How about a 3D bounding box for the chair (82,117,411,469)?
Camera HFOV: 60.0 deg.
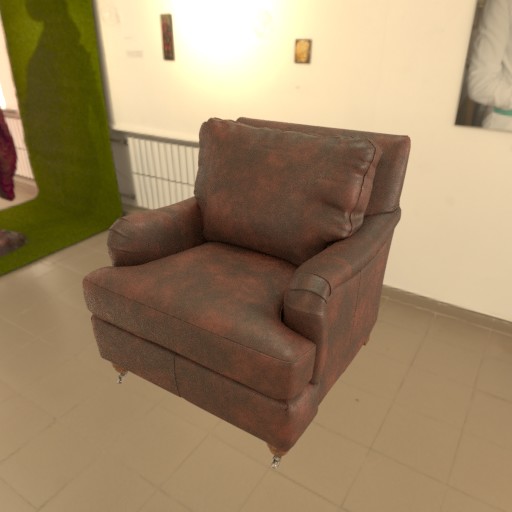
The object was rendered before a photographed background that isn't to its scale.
[{"bbox_3d":[0.000,0.000,1.927,0.987,1.051,1.156,16,31,28],"label":"chair"}]
